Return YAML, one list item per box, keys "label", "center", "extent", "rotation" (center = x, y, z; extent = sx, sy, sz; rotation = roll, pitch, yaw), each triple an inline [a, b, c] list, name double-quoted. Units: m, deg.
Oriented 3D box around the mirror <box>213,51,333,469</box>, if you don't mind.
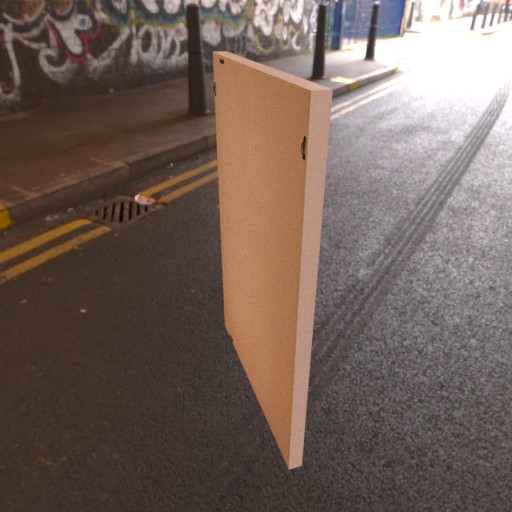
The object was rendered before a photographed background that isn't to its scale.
- label: "mirror"
  center: [0.000, 0.000, 1.151]
  extent: [0.041, 0.915, 0.609]
  rotation: [-10, 31, -16]
